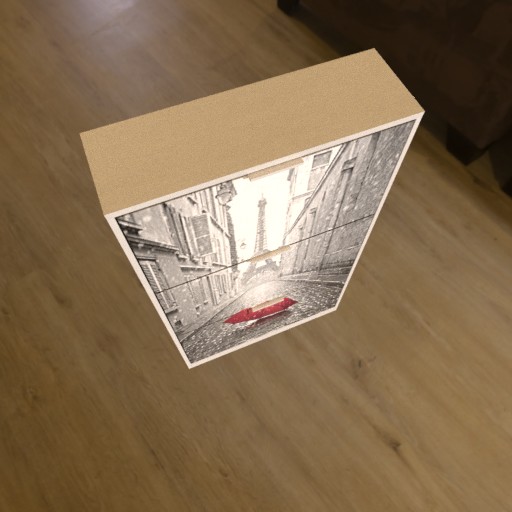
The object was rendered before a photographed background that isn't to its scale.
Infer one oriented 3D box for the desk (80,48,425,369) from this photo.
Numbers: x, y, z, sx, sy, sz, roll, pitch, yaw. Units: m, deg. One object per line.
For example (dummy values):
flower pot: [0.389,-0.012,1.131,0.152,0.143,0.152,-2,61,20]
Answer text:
desk: [0.000,0.000,1.569,0.750,1.280,0.250,-20,64,-10]
